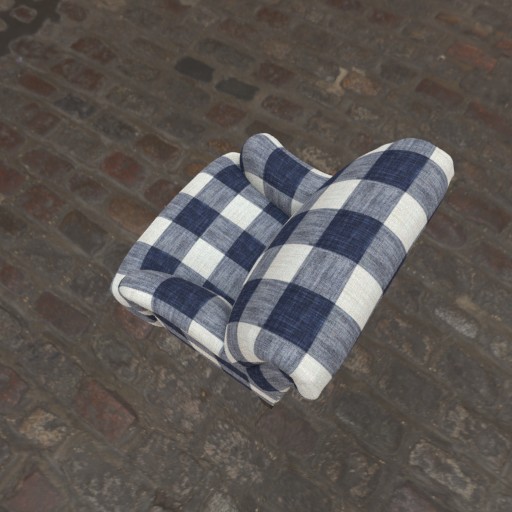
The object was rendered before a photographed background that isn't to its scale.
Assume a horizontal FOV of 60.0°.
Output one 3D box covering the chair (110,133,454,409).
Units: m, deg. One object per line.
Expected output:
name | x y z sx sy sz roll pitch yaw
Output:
chair | 0.000 0.000 1.553 0.848 0.953 0.781 32 68 14
